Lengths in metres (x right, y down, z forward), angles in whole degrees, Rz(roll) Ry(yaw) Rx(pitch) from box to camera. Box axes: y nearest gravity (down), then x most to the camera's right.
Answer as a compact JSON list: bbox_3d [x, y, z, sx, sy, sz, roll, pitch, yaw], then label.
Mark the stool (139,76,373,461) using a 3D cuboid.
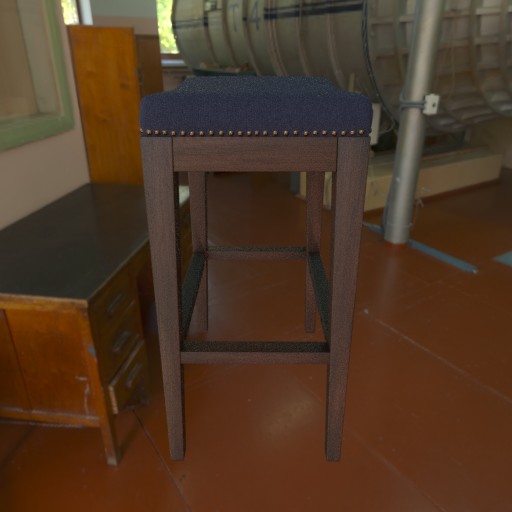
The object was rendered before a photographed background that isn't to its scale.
[{"bbox_3d":[0.000,0.000,1.009,0.358,0.740,0.498,0,25,0],"label":"stool"}]
